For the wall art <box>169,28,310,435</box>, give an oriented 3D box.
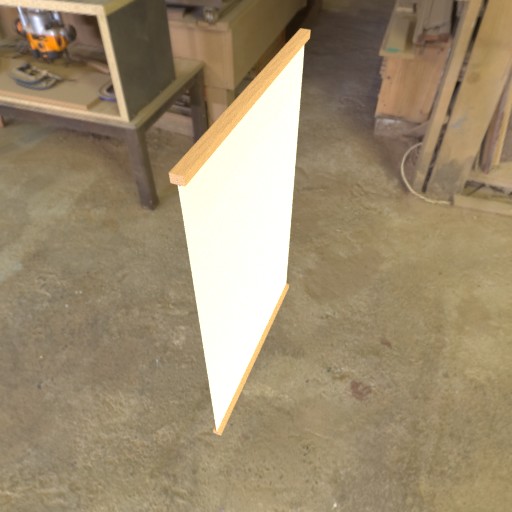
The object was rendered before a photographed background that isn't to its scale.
[{"bbox_3d":[0.000,0.000,1.897,0.040,1.510,0.991,16,48,15],"label":"wall art"}]
